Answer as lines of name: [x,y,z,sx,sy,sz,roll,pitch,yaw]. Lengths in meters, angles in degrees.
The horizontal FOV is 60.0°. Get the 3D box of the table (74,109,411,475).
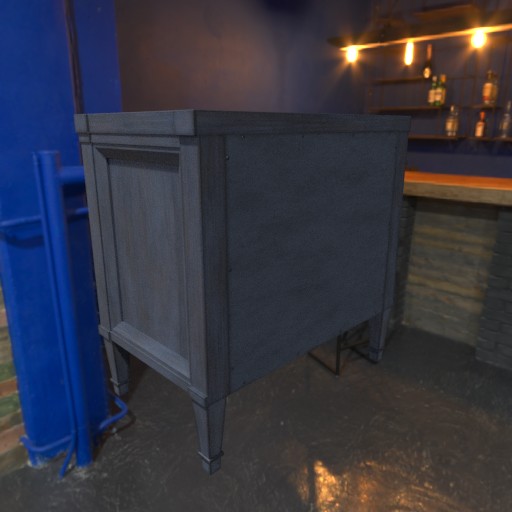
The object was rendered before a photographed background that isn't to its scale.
table: [0.000,0.000,1.091,0.660,0.660,0.413,-16,22,-42]
